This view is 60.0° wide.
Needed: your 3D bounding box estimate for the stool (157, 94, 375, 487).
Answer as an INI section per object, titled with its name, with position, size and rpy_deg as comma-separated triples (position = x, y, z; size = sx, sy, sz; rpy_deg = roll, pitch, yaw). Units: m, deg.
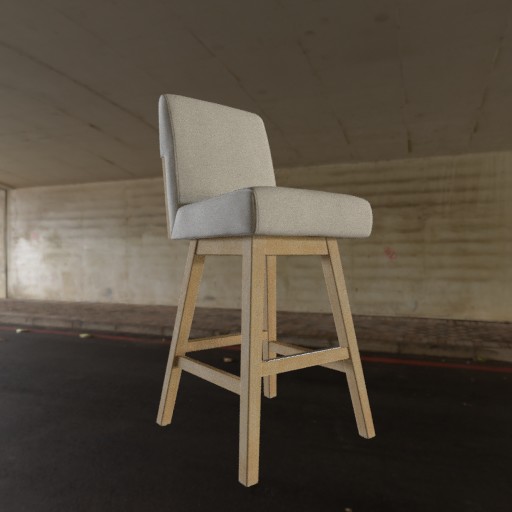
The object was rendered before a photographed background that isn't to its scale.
[stool]
position = 0.000, 0.000, 1.304
size = 0.446, 1.015, 0.543
rpy_deg = 0, 1, -37
